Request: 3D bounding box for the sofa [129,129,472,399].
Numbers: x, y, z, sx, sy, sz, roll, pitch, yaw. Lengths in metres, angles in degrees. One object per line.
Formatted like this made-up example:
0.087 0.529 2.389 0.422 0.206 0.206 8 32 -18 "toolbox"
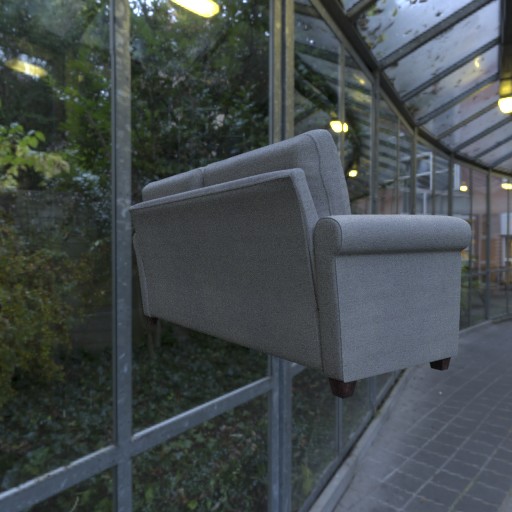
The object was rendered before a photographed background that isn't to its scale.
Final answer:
0.000 0.000 2.389 0.842 0.942 1.935 -1 1 -35 "sofa"
